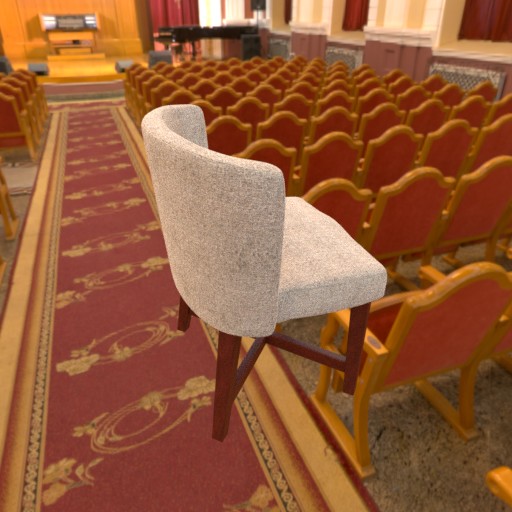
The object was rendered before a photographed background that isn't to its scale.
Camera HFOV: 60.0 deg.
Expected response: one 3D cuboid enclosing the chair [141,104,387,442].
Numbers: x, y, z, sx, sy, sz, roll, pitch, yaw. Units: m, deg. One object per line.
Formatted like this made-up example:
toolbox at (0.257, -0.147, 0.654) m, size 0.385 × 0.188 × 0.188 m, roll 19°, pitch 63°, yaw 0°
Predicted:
chair at (0.000, 0.000, 1.334) m, size 0.575 × 0.827 × 0.728 m, roll -10°, pitch 30°, yaw -17°
